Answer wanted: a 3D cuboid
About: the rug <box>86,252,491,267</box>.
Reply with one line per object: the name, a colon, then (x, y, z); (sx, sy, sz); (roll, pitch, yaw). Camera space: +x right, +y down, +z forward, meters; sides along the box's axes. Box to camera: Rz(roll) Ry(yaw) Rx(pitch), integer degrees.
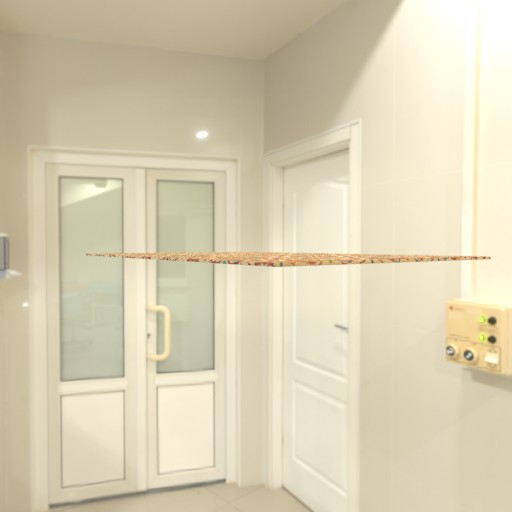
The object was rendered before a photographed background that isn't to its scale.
rug: (0.000, 0.000, 2.325); (1.226, 0.013, 1.838); (-1, 2, -36)
